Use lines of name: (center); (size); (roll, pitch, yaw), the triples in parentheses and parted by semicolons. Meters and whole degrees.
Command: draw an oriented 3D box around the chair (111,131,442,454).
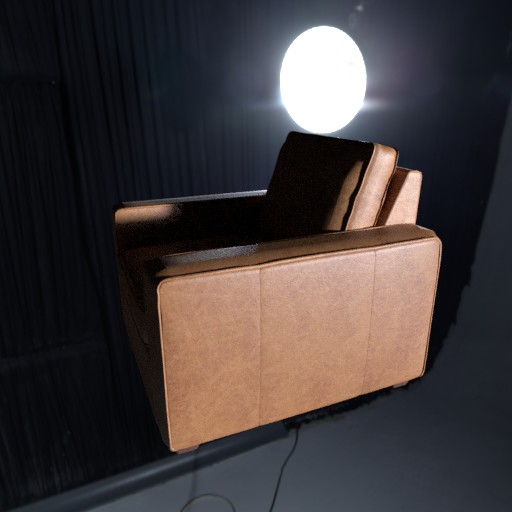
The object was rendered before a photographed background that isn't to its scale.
chair: (0.000, 0.000, 1.749); (1.027, 0.901, 0.987); (-10, 22, -25)
